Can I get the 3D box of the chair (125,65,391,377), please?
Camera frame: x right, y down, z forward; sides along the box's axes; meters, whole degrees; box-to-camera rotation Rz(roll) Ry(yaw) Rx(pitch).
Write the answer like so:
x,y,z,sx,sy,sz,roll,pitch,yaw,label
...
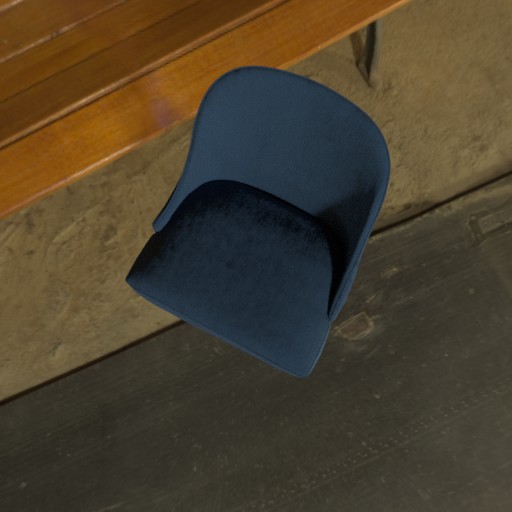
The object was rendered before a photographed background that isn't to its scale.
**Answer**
x,y,z,sx,sy,sz,roll,pitch,yaw,label
0.000,0.000,1.213,0.526,0.927,0.489,27,78,6,chair
